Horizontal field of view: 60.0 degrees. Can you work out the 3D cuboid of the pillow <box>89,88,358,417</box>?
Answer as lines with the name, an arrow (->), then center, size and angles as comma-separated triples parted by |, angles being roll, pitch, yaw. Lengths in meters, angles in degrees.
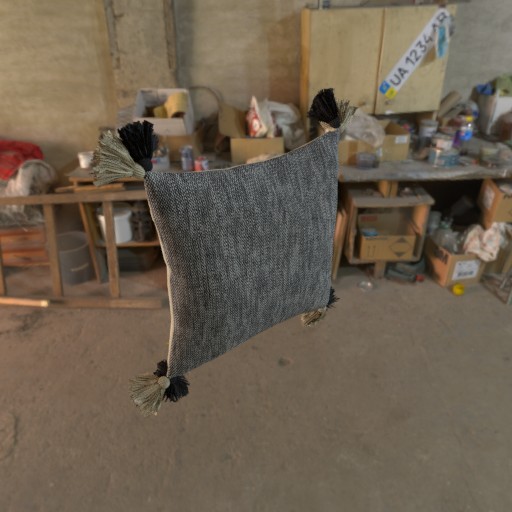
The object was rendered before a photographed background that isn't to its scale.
pillow -> 0.000, 0.000, 0.984 | 0.654, 0.659, 0.170 | -21, 36, -31
